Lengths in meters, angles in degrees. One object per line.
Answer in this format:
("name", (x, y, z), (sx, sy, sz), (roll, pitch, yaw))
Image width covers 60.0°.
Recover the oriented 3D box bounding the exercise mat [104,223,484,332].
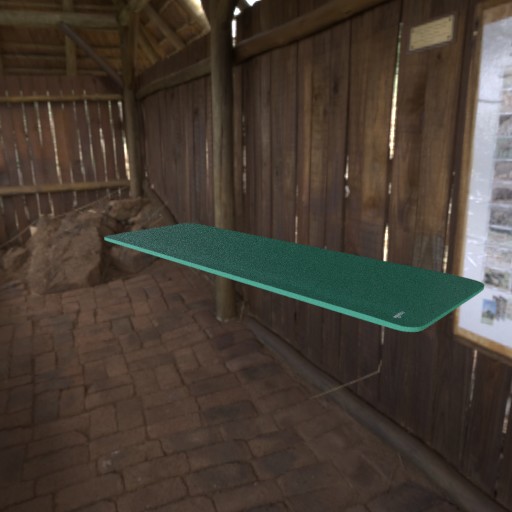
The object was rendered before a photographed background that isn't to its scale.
("exercise mat", (0.000, 0.000, 2.101), (1.869, 0.021, 0.616), (14, 20, 42))
